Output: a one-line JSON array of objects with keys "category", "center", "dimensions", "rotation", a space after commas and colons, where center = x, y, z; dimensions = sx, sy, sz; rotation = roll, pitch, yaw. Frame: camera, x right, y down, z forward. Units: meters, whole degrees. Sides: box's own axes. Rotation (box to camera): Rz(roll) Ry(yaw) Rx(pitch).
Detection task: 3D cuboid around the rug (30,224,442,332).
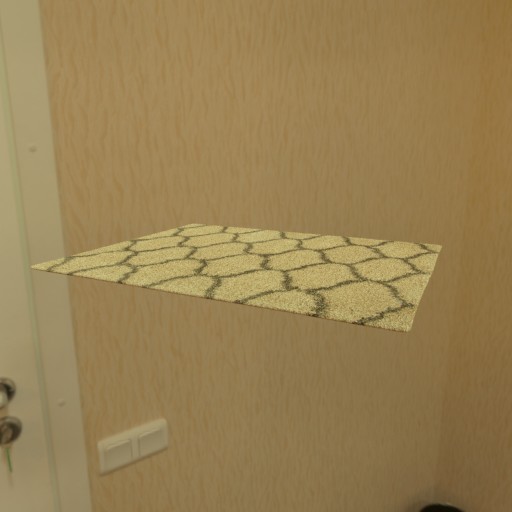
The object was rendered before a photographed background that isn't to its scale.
[{"category": "rug", "center": [0.000, 0.000, 4.054], "dimensions": [3.000, 0.026, 2.399], "rotation": [7, 15, 25]}]
